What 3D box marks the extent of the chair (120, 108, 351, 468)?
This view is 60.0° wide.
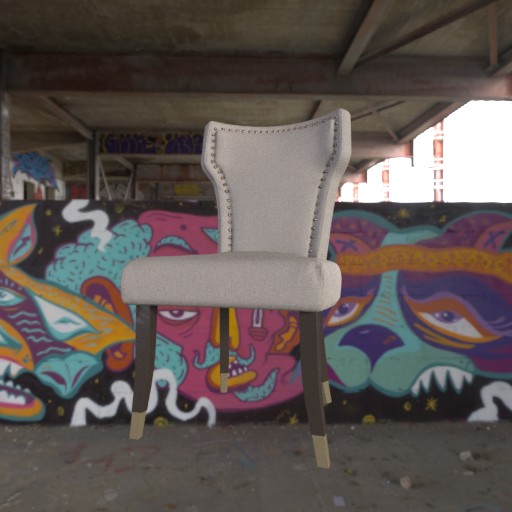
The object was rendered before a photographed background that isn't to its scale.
[{"bbox_3d":[0.000,0.000,1.317,0.526,0.950,0.630,0,0,18],"label":"chair"}]
